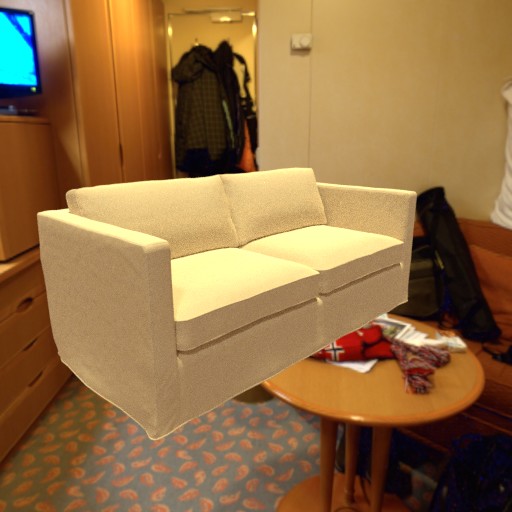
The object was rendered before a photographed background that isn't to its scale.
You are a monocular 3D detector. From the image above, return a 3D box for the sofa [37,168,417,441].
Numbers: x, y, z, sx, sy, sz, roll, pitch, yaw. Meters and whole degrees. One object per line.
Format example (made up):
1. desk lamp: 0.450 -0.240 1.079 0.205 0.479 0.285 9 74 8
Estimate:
1. sofa: 0.000 0.000 2.468 0.940 0.870 1.987 14 21 42
